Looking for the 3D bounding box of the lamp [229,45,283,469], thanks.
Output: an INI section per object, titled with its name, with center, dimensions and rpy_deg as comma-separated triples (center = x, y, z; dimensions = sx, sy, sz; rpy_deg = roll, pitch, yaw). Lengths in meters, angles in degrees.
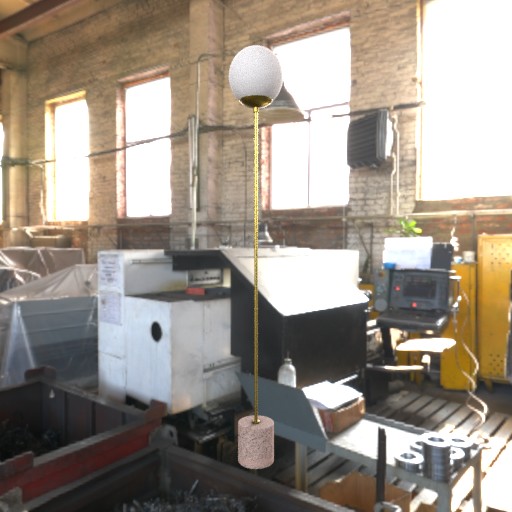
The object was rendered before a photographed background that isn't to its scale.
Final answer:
[lamp]
center = 0.000, 0.000, 1.879
dimensions = 0.229, 1.748, 0.229
rpy_deg = 0, 1, -1
